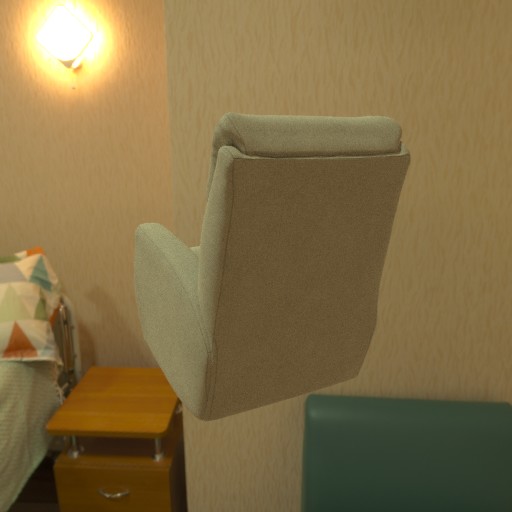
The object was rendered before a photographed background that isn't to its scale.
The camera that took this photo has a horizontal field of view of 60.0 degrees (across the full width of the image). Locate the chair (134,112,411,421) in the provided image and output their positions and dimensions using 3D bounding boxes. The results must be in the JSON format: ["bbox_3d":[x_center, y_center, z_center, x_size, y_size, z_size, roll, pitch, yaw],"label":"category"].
[{"bbox_3d":[0.000,0.000,1.722,0.794,1.021,0.940,-7,17,-26],"label":"chair"}]
